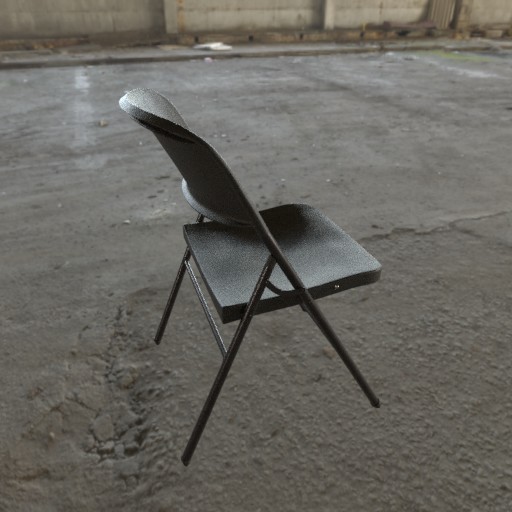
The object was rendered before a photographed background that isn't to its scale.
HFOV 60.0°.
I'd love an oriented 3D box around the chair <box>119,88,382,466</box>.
[{"bbox_3d":[0.000,0.000,1.145,0.567,0.810,0.494,-10,31,-17],"label":"chair"}]
